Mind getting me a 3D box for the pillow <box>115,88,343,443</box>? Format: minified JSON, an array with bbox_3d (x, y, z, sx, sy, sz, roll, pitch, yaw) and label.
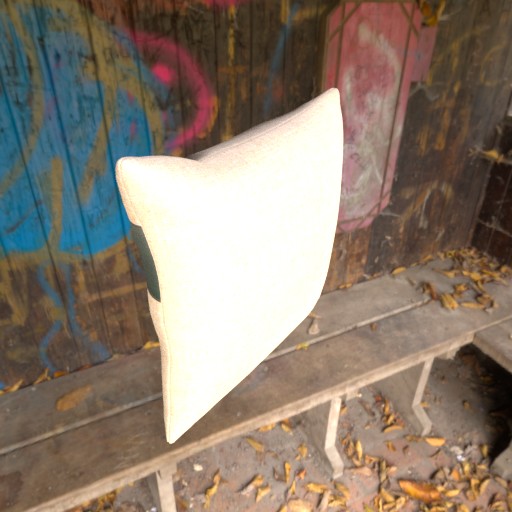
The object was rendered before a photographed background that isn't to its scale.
[{"bbox_3d":[0.000,0.000,0.634,0.173,0.399,0.414,20,37,30],"label":"pillow"}]
